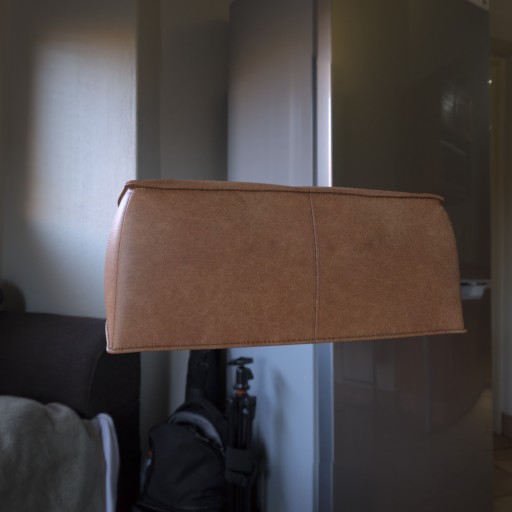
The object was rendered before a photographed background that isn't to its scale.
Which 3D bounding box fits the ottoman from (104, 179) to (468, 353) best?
[{"bbox_3d":[0.000,0.000,1.396,0.902,0.395,0.901,0,-1,-17],"label":"ottoman"}]
